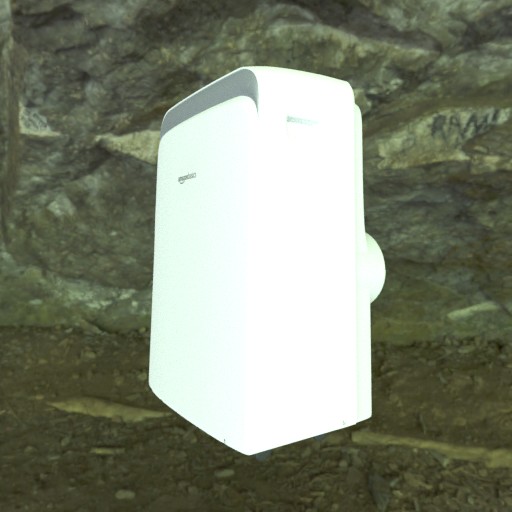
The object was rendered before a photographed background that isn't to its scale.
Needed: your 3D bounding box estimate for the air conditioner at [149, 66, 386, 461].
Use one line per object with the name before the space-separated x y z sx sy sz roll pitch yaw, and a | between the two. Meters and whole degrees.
air conditioner | 0.000 0.000 0.967 0.365 0.700 0.454 -1 2 -35
